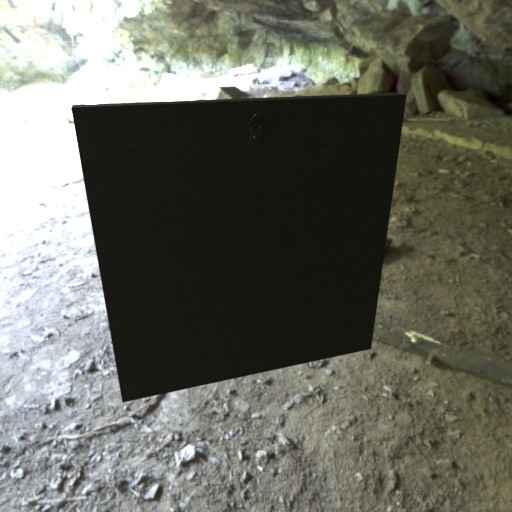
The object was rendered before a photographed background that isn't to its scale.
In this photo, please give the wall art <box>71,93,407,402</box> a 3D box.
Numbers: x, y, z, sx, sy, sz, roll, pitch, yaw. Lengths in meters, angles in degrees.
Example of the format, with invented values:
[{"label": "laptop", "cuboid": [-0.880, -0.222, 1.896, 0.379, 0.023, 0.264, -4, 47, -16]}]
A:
[{"label": "wall art", "cuboid": [0.000, 0.000, 0.523, 0.349, 0.349, 0.038, -8, 27, -16]}]
